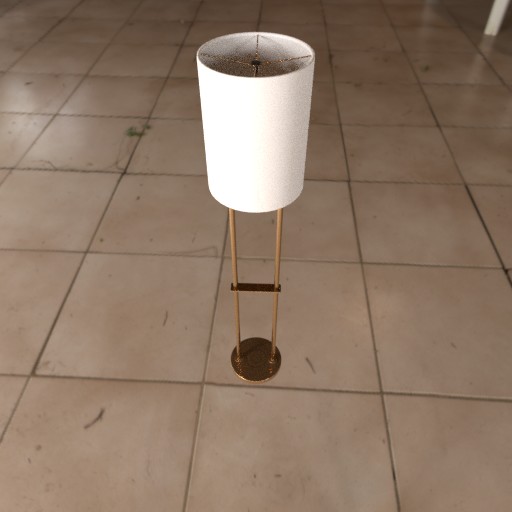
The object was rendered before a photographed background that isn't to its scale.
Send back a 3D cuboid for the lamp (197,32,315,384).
[{"bbox_3d":[0.000,0.000,1.682,0.306,1.500,0.305,2,45,1],"label":"lamp"}]
